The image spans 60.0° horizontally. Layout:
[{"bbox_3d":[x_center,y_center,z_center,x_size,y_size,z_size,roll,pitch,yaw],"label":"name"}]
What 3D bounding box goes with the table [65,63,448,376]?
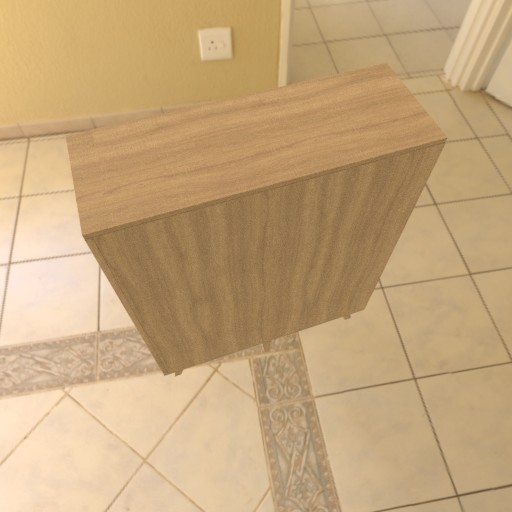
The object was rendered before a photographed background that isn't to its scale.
[{"bbox_3d":[0.000,0.000,1.953,1.111,1.388,0.398,-16,60,-10],"label":"table"}]
